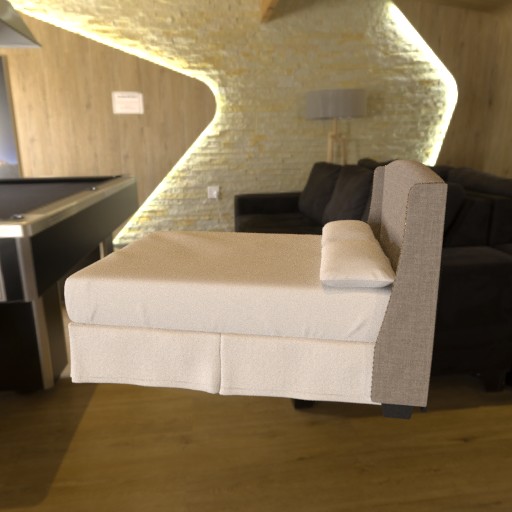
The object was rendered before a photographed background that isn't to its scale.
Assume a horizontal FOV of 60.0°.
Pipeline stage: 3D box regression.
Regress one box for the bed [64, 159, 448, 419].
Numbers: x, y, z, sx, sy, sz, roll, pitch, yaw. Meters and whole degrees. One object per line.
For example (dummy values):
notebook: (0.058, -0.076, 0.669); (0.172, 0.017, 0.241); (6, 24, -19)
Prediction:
bed: (0.000, 0.000, 3.294); (2.237, 1.407, 1.710); (2, 14, 8)
